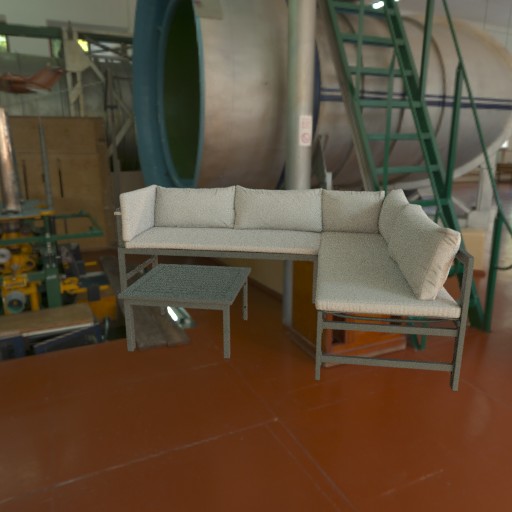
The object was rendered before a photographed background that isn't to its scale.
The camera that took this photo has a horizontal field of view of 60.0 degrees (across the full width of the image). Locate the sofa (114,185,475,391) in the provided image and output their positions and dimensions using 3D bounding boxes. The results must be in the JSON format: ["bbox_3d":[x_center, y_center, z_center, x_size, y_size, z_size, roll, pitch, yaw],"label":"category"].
[{"bbox_3d":[0.000,0.000,2.852,2.096,0.758,1.658,2,15,8],"label":"sofa"}]
